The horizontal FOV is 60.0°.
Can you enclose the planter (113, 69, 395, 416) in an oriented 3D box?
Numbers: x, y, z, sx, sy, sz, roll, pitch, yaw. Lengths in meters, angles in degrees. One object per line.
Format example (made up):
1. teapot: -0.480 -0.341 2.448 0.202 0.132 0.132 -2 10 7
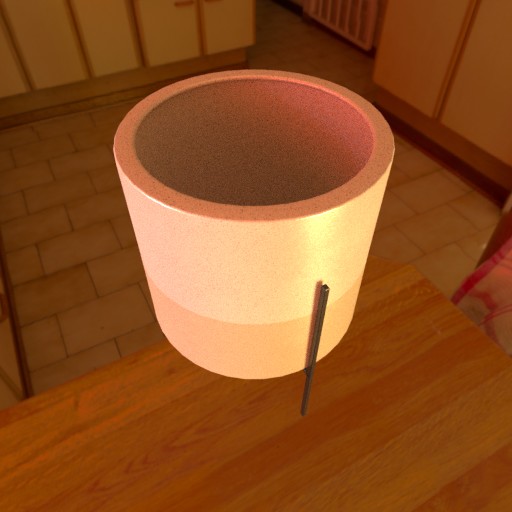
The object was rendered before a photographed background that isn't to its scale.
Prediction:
1. planter: 0.000 0.000 0.748 0.359 0.484 0.368 24 51 21
